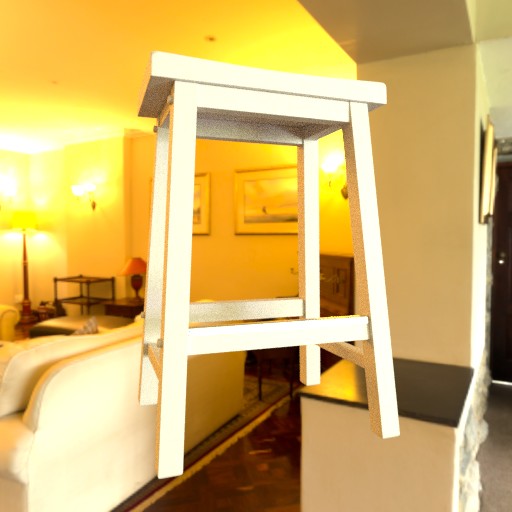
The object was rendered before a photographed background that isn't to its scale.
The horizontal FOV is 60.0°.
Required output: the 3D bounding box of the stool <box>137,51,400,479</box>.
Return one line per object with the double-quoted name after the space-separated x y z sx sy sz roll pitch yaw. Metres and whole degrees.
0.000 0.000 0.827 0.406 0.610 0.322 -1 2 -20 "stool"
